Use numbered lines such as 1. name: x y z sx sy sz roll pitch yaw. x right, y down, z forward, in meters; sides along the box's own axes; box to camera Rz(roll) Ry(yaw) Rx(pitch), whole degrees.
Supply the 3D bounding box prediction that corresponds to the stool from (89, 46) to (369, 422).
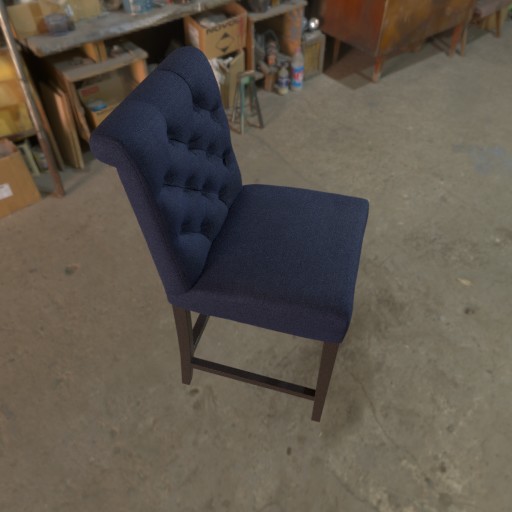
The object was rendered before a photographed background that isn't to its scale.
1. stool: 0.000 0.000 1.327 0.601 1.010 0.493 12 48 11
